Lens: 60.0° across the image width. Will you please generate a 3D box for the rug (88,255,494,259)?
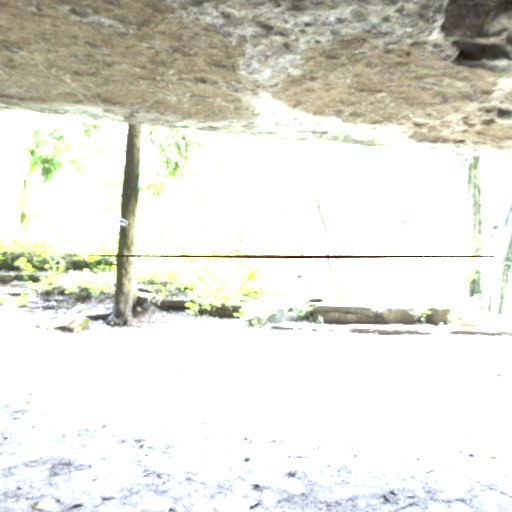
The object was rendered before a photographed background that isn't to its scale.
[{"bbox_3d":[0.000,0.000,3.011,1.531,0.010,2.442,0,0,-37],"label":"rug"}]
